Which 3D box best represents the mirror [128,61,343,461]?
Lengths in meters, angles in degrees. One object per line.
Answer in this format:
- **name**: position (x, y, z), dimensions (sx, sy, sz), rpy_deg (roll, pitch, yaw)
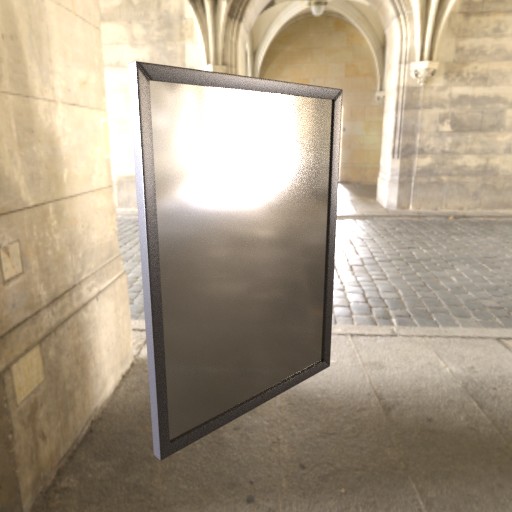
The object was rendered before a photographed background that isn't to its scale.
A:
- **mirror**: position (0.000, 0.000, 1.357), dimensions (0.762, 1.016, 0.040), rpy_deg (-13, 20, -42)
